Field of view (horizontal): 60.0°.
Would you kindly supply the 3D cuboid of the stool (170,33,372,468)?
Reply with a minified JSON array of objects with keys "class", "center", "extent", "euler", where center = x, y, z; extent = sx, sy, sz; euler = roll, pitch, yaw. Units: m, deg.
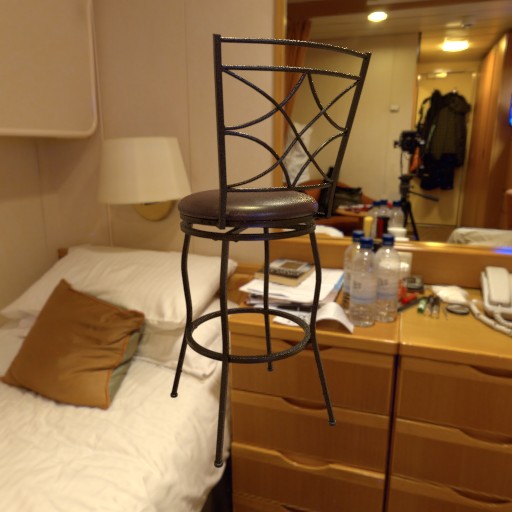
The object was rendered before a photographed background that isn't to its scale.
[{"class":"stool","center":[0.000,0.000,1.353],"extent":[0.434,1.117,0.534],"euler":[-7,16,-27]}]
